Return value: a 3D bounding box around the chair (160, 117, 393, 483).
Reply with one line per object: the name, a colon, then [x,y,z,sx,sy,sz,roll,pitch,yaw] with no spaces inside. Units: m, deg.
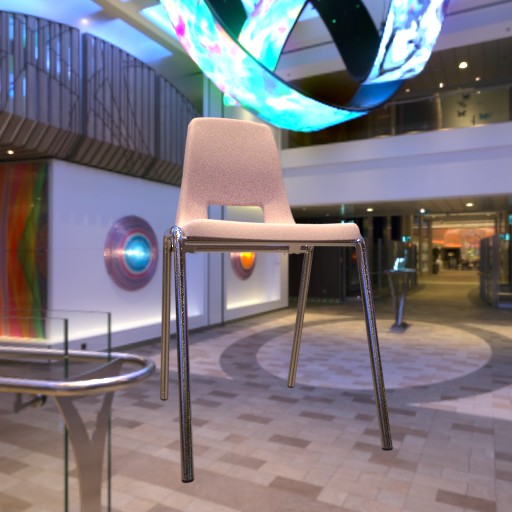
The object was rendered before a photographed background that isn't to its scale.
chair: [0.000,0.000,0.941,0.381,0.704,0.436,0,0,-18]
